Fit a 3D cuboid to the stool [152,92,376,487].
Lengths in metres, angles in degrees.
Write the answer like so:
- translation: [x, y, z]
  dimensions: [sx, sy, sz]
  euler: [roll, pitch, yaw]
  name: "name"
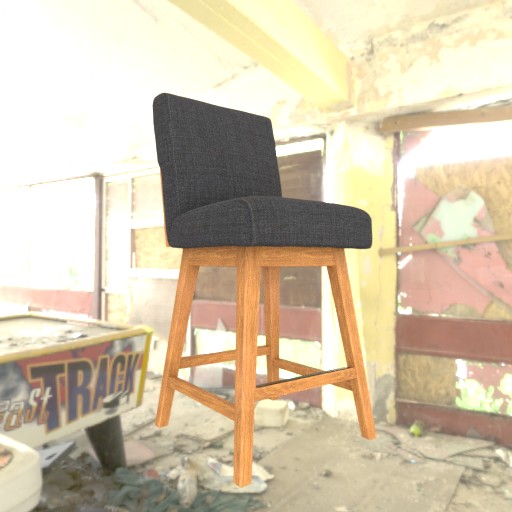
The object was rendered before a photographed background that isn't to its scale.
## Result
- translation: [0.000, 0.000, 1.302]
  dimensions: [0.459, 1.010, 0.526]
  euler: [0, -1, -36]
  name: "stool"
